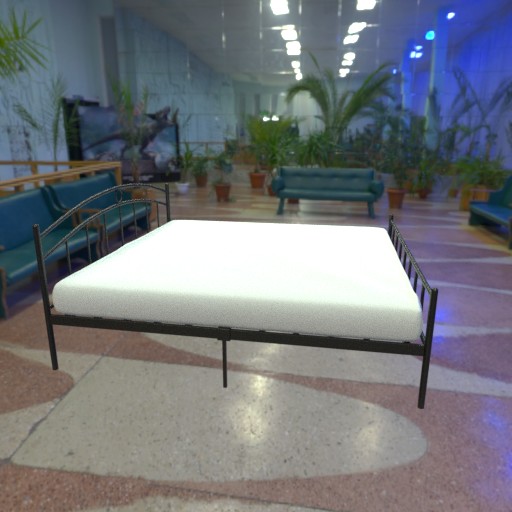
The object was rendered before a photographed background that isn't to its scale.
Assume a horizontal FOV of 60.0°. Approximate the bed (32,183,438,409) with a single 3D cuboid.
[{"bbox_3d":[0.000,0.000,3.123,2.040,0.940,1.880,3,16,10],"label":"bed"}]
